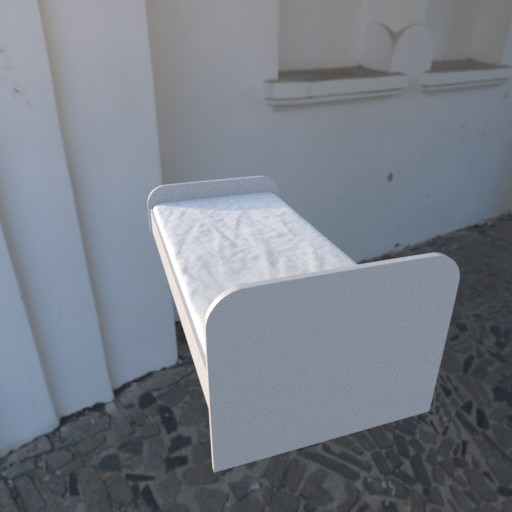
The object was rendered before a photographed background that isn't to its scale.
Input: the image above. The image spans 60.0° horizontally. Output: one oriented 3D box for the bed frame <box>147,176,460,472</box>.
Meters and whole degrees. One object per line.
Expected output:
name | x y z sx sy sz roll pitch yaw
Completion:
bed frame | 0.000 0.000 2.519 0.998 0.805 1.963 -8 27 -16
